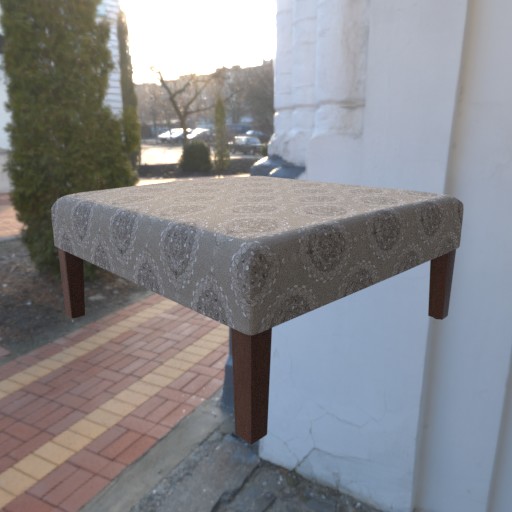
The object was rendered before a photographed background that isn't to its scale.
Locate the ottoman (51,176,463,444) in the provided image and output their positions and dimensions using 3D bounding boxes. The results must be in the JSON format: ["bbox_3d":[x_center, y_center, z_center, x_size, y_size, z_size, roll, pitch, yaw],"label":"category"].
[{"bbox_3d":[0.000,0.000,1.372,0.890,0.411,0.889,-15,21,-42],"label":"ottoman"}]
